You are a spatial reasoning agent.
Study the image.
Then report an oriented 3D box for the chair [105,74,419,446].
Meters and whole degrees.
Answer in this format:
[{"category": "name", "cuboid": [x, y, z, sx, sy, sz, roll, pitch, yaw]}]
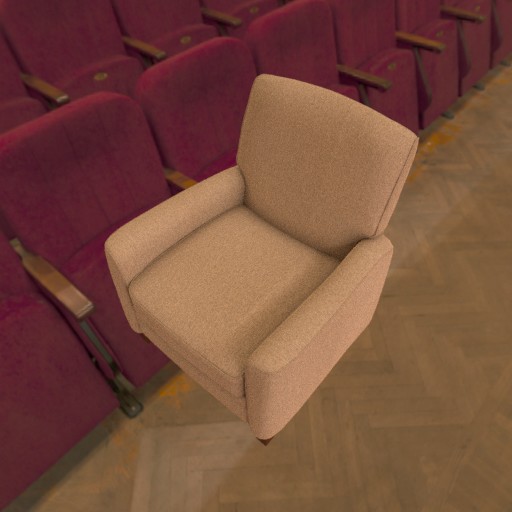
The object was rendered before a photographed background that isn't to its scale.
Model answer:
[{"category": "chair", "cuboid": [0.000, 0.000, 1.687, 0.848, 1.014, 0.864, 32, 55, 27]}]
